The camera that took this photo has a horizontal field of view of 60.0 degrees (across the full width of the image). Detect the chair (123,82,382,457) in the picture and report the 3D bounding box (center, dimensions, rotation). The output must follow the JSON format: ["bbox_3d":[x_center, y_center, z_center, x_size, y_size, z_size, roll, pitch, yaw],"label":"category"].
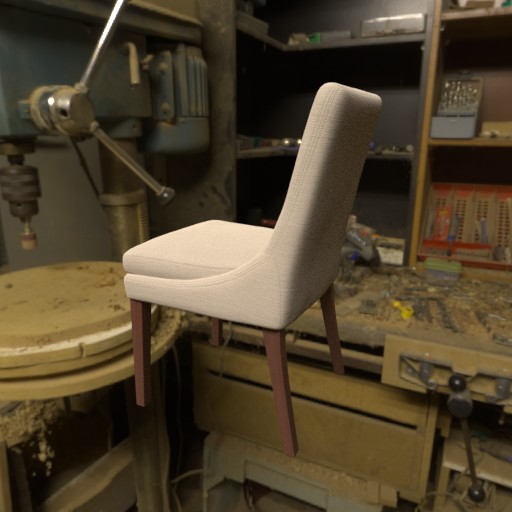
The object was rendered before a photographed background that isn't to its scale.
[{"bbox_3d":[0.000,0.000,1.354,0.638,0.940,0.515,8,18,25],"label":"chair"}]
